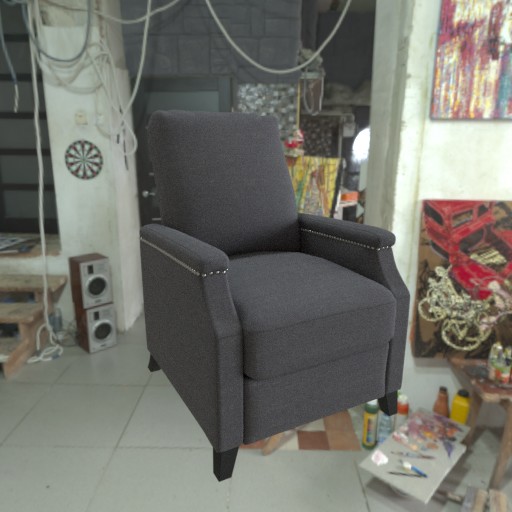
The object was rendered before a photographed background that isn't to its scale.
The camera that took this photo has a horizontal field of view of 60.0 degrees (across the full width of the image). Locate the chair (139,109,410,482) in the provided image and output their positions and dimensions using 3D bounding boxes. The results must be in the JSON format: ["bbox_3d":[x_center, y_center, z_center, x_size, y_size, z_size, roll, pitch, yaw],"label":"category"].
[{"bbox_3d":[0.000,0.000,1.631,0.710,1.049,0.922,-8,16,-27],"label":"chair"}]
